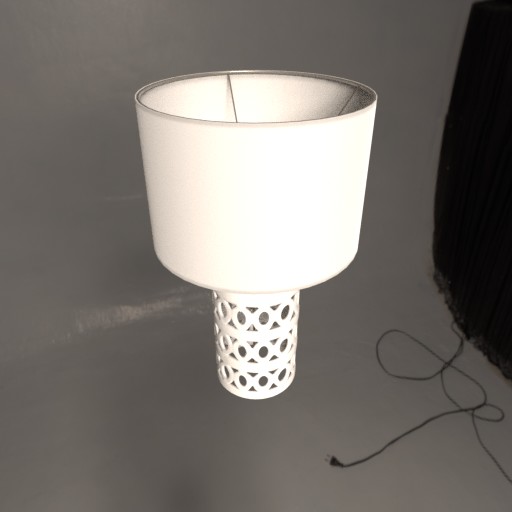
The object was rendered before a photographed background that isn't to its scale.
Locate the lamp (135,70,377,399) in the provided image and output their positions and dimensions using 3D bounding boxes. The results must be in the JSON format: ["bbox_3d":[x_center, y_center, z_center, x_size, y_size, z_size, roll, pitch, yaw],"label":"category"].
[{"bbox_3d":[0.000,0.000,0.705,0.310,0.502,0.310,0,32,0],"label":"lamp"}]
